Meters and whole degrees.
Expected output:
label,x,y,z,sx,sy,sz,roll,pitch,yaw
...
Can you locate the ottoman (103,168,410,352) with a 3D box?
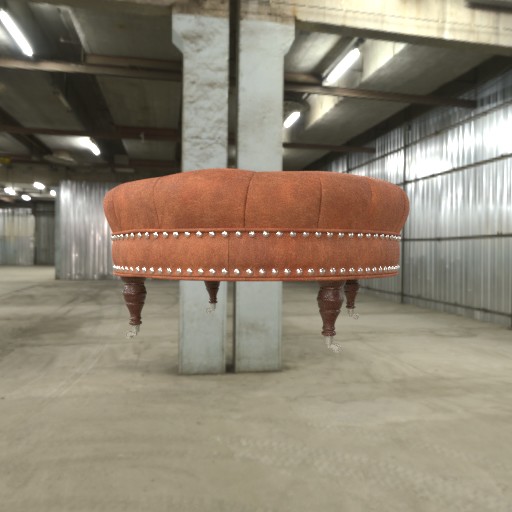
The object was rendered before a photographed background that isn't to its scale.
label,x,y,z,sx,sy,sz,roll,pitch,yaw
ottoman,0.000,0.000,1.377,0.901,0.444,0.901,0,0,0
